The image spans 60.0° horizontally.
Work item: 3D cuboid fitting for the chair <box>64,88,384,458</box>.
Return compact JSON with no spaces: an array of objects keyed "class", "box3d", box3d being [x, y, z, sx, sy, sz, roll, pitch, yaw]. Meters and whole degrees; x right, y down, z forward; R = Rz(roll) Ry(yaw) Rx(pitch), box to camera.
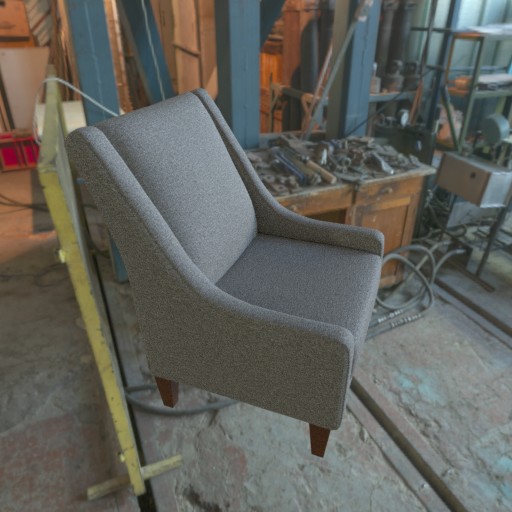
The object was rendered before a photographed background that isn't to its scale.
[{"class":"chair","box3d":[0.000,0.000,1.619,0.870,1.016,0.774,11,32,18]}]
